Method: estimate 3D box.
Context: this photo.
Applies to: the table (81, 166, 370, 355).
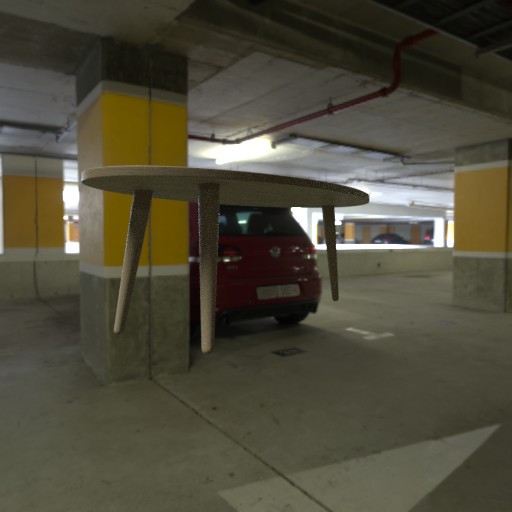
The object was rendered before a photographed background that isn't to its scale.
[{"bbox_3d":[0.000,0.000,1.332,0.542,0.390,1.083,2,3,38],"label":"table"}]
